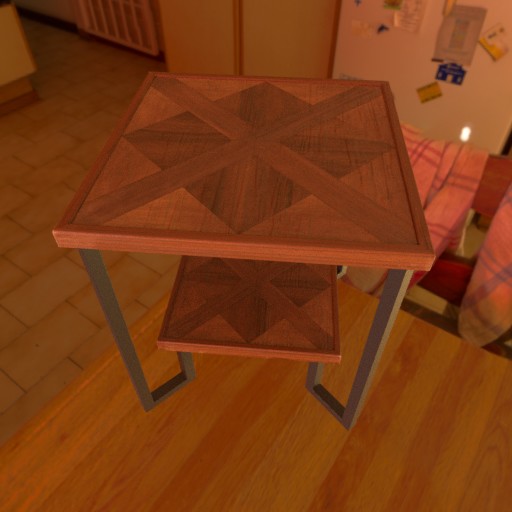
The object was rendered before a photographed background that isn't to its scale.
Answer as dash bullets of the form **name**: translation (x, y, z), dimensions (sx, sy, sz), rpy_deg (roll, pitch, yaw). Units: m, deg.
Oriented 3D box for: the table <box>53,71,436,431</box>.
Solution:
- **table**: translation (0.000, 0.000, 0.951), dimensions (0.503, 0.563, 0.503), rpy_deg (4, 46, 4)
